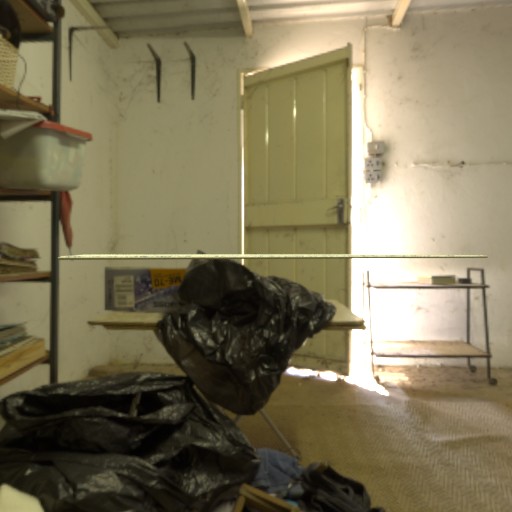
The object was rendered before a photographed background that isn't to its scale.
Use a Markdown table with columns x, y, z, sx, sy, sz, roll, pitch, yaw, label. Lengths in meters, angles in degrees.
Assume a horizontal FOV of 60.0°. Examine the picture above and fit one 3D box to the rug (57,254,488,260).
| x | y | z | sx | sy | sz | roll | pitch | yaw | label |
| --- | --- | --- | --- | --- | --- | --- | --- | --- | --- |
| 0.000 | 0.000 | 2.868 | 2.197 | 0.014 | 1.586 | 0 | 0 | -18 | rug |
